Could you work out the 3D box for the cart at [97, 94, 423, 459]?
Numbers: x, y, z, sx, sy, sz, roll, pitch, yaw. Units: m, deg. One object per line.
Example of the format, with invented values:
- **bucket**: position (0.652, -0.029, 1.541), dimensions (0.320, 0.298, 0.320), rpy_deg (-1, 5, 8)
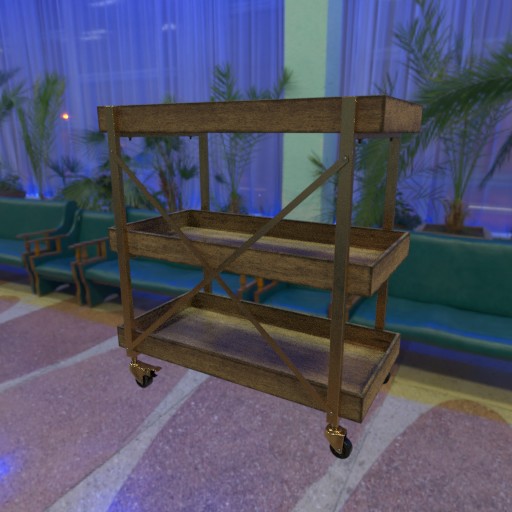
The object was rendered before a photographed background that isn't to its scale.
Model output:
- **cart**: position (0.000, 0.000, 1.241), dimensions (0.750, 0.799, 0.416), rpy_deg (9, 18, 29)
